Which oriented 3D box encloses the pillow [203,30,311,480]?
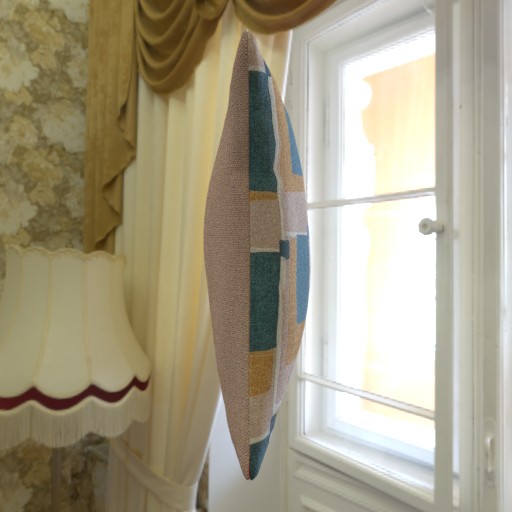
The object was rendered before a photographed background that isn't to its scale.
[{"bbox_3d":[0.000,0.000,0.704,0.158,0.479,0.478,0,0,-1],"label":"pillow"}]
